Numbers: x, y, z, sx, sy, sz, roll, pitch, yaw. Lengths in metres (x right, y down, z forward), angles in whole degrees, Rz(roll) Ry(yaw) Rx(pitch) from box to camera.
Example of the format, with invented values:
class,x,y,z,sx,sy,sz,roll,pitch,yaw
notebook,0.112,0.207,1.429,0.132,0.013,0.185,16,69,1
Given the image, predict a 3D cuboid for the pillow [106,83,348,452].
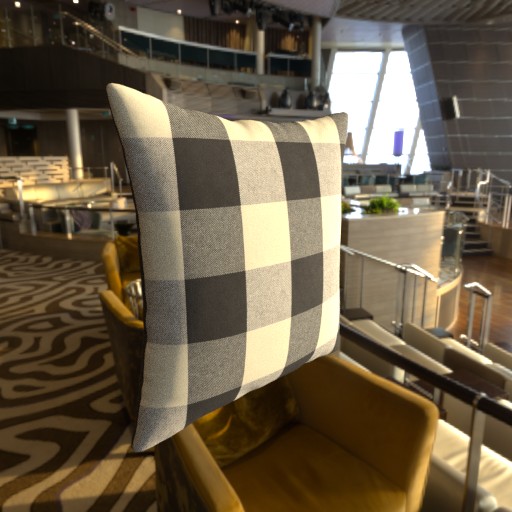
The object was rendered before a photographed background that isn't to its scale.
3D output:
class,x,y,z,sx,sy,sz,roll,pitch,yaw
pillow,0.000,0.000,0.765,0.161,0.509,0.511,12,18,44
